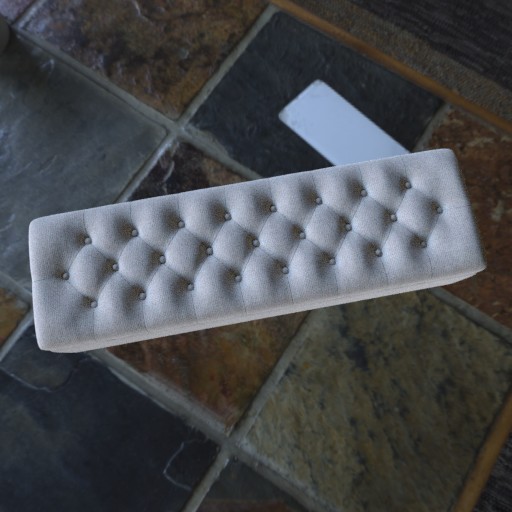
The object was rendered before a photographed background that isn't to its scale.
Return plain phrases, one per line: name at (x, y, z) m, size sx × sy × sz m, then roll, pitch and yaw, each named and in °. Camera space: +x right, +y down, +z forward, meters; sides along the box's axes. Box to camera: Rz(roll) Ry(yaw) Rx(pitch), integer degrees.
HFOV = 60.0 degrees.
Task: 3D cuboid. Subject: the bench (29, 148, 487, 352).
bench at (0.000, 0.000, 1.661) m, size 1.480 × 0.467 × 0.455 m, roll -10°, pitch 78°, yaw -2°
